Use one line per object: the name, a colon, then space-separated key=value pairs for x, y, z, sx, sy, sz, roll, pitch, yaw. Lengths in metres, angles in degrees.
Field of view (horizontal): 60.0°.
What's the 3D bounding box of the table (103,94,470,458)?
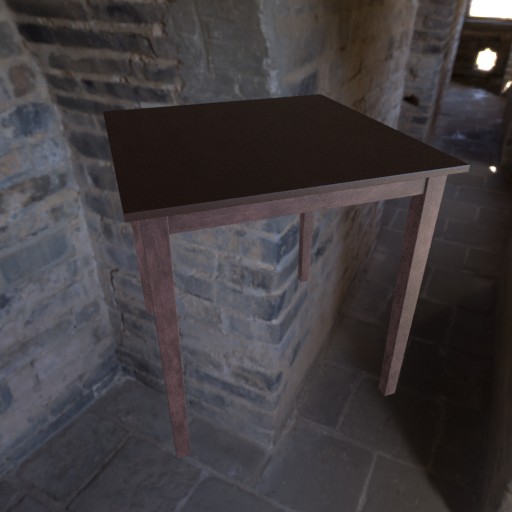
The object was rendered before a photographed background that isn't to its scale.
table: x=0.000 y=0.000 z=1.385 sx=0.749 sy=0.770 sz=0.749 roll=-10 pitch=34 yaw=-16
